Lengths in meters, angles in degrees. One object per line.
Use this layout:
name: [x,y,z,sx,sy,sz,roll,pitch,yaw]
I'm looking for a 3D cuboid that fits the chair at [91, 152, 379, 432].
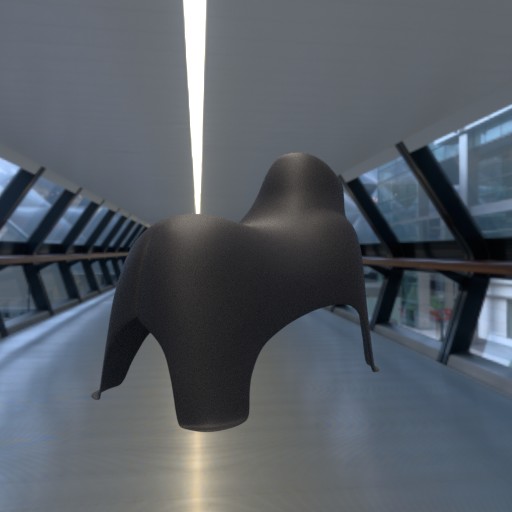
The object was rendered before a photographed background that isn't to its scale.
chair: [0.000,0.000,1.135,0.490,0.600,0.758,0,-1,37]
